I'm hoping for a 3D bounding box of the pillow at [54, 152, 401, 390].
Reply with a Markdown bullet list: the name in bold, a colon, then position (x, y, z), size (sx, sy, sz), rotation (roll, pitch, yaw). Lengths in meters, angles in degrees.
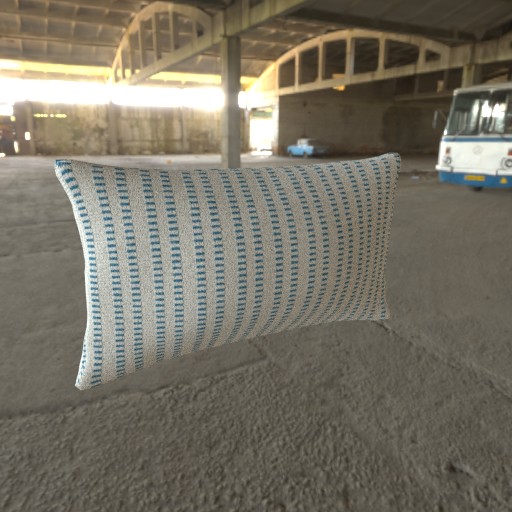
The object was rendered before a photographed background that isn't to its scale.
- **pillow**: position (0.000, 0.000, 0.794), size (0.640, 0.353, 0.210), rotation (-8, 17, -26)
